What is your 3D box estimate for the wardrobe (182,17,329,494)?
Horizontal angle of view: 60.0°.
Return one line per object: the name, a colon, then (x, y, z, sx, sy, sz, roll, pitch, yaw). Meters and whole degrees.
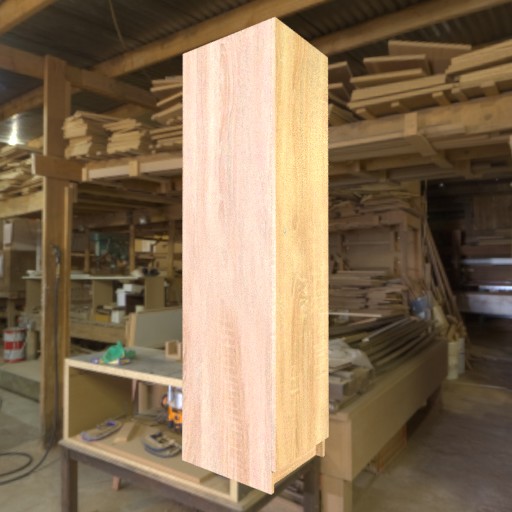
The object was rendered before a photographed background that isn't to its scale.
wardrobe: (0.000, 0.000, 2.331, 0.588, 2.117, 0.496, -1, -1, 37)
